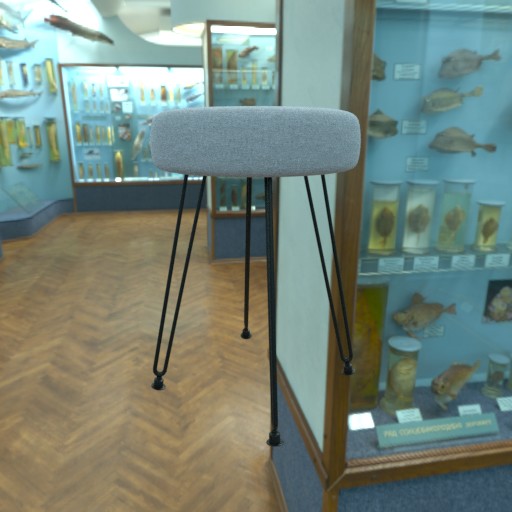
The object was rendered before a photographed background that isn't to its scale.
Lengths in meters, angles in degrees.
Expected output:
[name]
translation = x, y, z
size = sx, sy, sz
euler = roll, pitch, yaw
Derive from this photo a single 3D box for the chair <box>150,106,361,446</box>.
[chair]
translation = 0.000, 0.000, 0.698
size = 0.350, 0.440, 0.350
euler = -2, 16, -8
